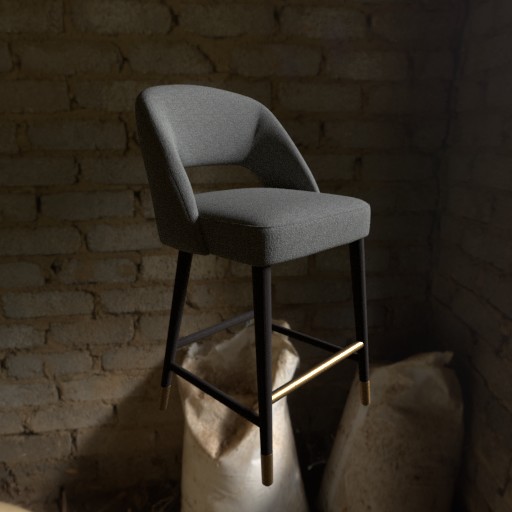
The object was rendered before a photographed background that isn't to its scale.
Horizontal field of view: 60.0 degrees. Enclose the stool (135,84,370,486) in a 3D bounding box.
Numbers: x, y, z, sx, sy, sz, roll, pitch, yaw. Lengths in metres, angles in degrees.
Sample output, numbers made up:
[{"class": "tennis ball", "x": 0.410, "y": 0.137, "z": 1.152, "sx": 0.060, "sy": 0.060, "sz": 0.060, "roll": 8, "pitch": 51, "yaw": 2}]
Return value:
[{"class": "stool", "x": 0.000, "y": 0.000, "z": 1.235, "sx": 0.524, "sy": 0.925, "sz": 0.536, "roll": 14, "pitch": 21, "yaw": 42}]
